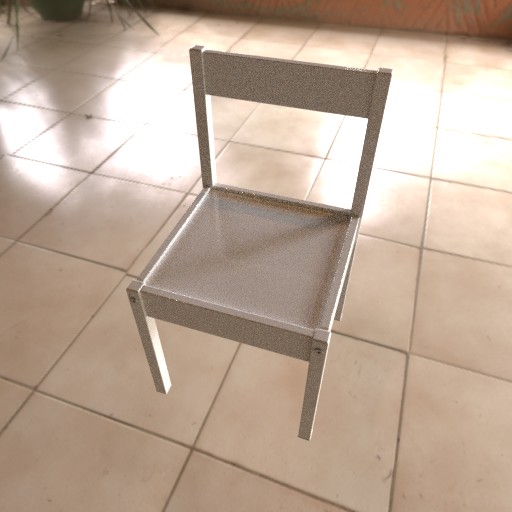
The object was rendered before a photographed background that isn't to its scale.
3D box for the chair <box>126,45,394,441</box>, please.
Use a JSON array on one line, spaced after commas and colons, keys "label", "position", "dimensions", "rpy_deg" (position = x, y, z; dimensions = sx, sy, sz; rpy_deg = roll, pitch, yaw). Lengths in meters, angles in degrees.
[{"label": "chair", "position": [0.000, 0.000, 0.687], "dimensions": [0.285, 0.505, 0.285], "rpy_deg": [13, 45, 13]}]
